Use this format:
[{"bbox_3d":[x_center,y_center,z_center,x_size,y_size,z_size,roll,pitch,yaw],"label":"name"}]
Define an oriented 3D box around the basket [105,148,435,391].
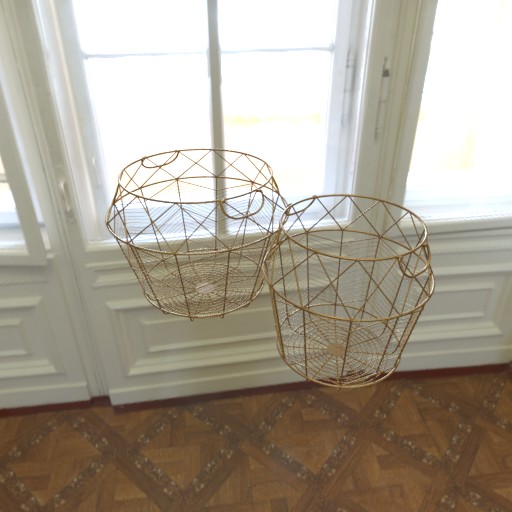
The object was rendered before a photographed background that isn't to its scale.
[{"bbox_3d":[0.000,0.000,1.053,0.805,0.343,0.451,21,37,31],"label":"basket"}]
